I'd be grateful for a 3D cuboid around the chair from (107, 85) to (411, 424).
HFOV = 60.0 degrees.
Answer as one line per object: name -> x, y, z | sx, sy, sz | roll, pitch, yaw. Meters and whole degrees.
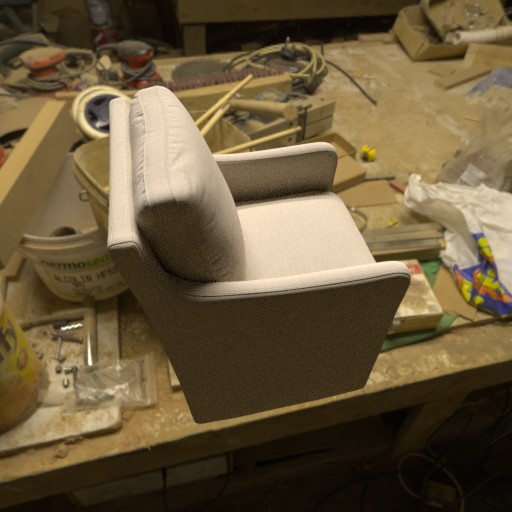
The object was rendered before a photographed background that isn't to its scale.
chair -> 0.000, 0.000, 1.349 | 0.694, 0.914, 0.626 | -9, 48, -8
